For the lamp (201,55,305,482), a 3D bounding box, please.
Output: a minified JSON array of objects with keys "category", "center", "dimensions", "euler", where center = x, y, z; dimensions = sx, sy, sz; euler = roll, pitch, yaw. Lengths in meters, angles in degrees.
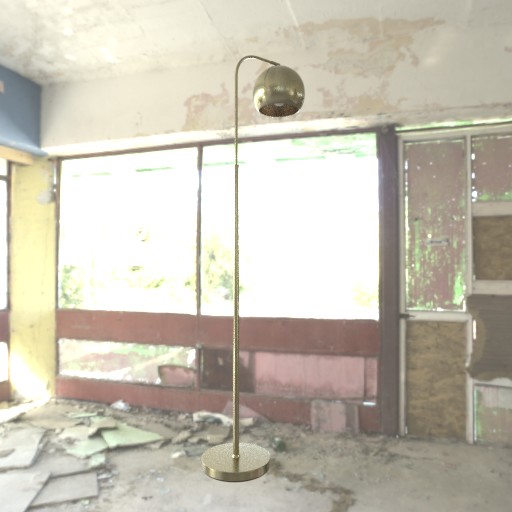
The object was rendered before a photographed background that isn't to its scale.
[{"category":"lamp","center":[0.000,0.000,1.675],"dimensions":[0.431,1.526,0.250],"euler":[1,-1,-37]}]
